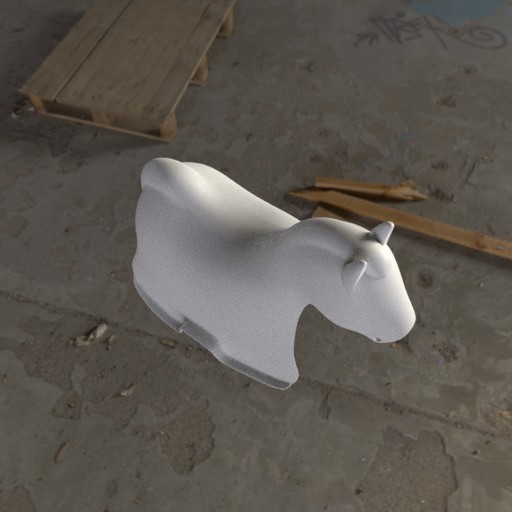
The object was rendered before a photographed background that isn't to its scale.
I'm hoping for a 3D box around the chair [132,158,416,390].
[{"bbox_3d":[0.000,0.000,1.129,0.800,0.612,0.429,32,64,18],"label":"chair"}]
